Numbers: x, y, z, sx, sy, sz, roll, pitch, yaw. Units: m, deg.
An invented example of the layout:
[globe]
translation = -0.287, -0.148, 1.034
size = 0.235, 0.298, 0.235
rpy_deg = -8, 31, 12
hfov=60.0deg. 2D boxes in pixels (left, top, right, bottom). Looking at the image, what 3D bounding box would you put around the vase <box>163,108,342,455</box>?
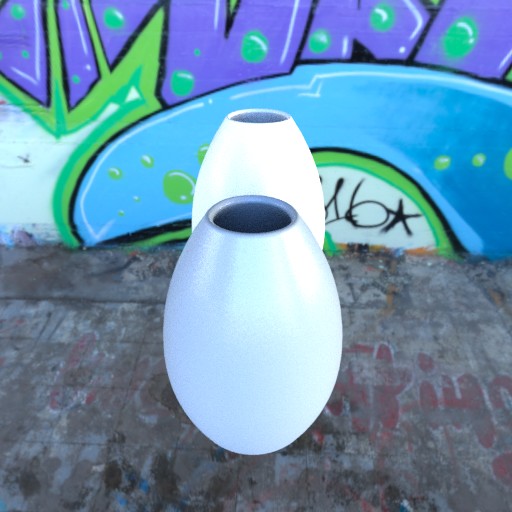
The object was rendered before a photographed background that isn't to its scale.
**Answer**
[vase]
translation = 0.000, 0.000, 0.253
size = 0.089, 0.131, 0.187
rpy_deg = 1, 40, 1
